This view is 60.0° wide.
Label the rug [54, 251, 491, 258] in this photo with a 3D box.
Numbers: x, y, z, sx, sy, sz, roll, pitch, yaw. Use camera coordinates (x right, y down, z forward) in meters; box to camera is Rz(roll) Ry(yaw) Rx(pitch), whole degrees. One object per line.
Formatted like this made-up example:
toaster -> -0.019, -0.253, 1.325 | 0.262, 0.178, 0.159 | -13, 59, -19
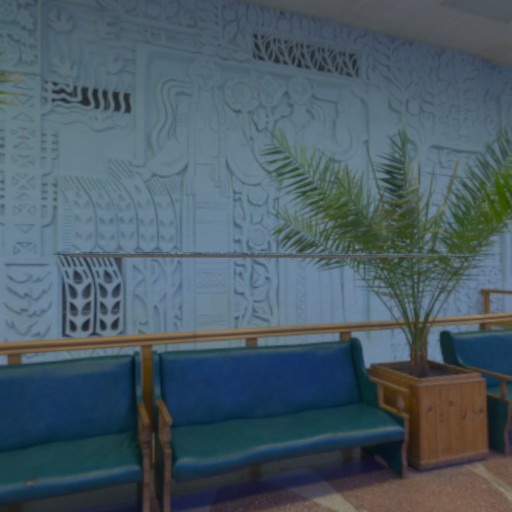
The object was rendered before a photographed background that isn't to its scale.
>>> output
rug -> 0.000, 0.000, 2.829 | 2.207, 0.014, 1.567 | 0, -1, -19
